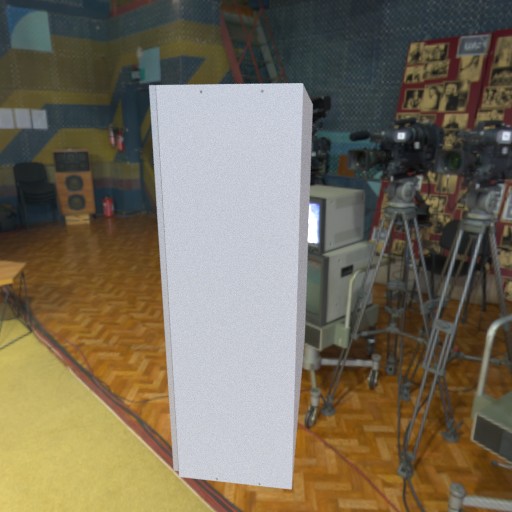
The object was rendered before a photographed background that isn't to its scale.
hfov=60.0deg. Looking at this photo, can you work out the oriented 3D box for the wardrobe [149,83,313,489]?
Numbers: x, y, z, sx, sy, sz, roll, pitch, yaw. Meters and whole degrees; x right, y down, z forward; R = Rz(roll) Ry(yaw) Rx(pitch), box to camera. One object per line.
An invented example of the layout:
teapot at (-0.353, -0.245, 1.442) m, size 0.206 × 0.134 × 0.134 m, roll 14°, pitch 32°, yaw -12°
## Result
wardrobe at (0.000, 0.000, 2.891) m, size 0.629 × 1.960 × 1.780 m, roll 2°, pitch 17°, yaw 8°
